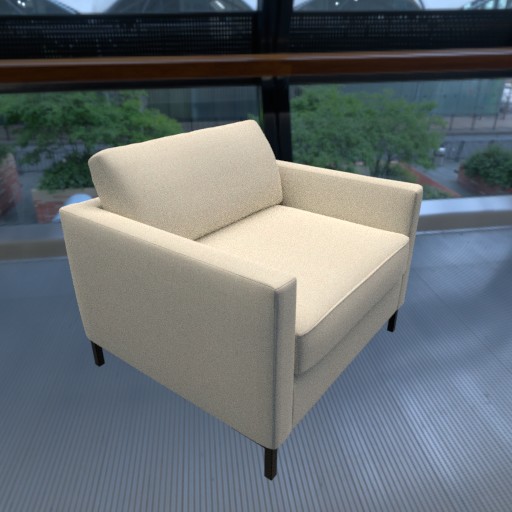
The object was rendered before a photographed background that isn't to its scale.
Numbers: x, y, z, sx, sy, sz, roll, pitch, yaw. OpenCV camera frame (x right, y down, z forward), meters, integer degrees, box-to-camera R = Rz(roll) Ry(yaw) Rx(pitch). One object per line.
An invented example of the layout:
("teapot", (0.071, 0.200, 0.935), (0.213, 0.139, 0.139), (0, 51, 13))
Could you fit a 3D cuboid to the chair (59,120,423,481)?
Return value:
("chair", (0.000, 0.000, 1.584), (0.875, 0.806, 0.964), (18, 31, 33))
